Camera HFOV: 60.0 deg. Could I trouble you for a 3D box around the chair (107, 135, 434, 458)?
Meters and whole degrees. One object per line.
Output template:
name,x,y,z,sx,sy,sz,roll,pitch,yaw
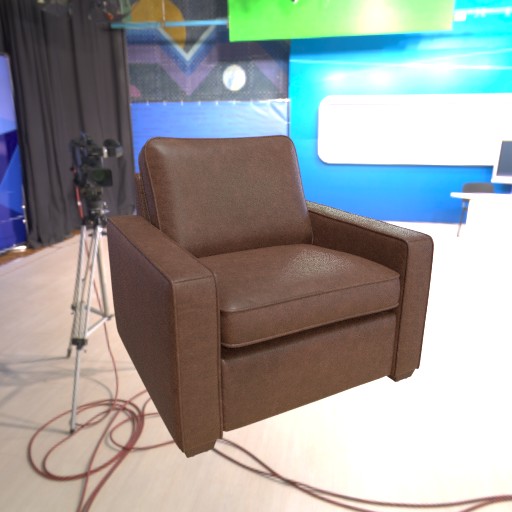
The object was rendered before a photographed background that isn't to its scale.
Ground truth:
chair,0.000,0.000,1.785,1.017,0.919,0.940,-9,20,-27
